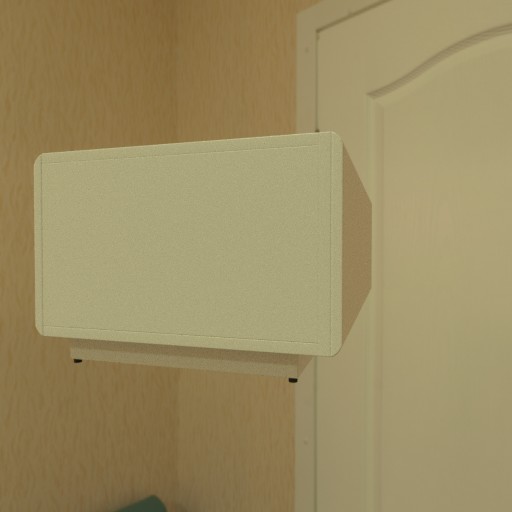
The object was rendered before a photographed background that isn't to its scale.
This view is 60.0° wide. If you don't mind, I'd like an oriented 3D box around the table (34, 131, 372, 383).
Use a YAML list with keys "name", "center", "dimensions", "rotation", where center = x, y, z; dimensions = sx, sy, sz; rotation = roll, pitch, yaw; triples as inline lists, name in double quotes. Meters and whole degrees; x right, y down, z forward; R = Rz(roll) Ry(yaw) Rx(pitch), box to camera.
- name: "table"
  center: [0.000, 0.000, 1.357]
  dimensions: [0.639, 0.442, 1.097]
  rotation: [0, 1, 17]
